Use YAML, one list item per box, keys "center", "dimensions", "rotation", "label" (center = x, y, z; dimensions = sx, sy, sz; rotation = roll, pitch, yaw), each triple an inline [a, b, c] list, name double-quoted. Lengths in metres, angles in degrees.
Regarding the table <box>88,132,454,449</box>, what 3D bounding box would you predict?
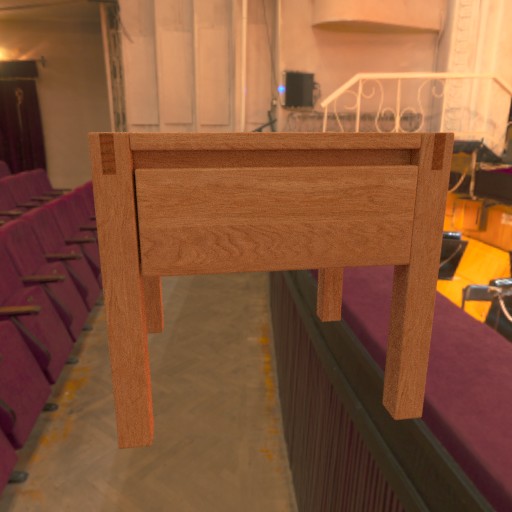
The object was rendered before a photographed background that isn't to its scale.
- center: [0.000, 0.000, 0.837]
  dimensions: [0.480, 0.450, 0.440]
  rotation: [-2, 16, -9]
  label: "table"
